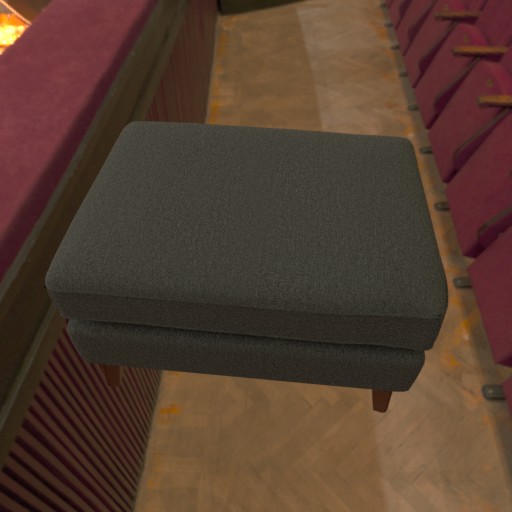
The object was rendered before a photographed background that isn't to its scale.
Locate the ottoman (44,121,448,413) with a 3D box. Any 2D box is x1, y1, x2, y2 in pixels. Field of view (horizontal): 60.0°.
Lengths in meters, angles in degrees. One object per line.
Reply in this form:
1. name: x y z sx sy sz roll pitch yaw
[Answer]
1. ottoman: 0.000 0.000 1.218 0.835 0.503 0.629 4 48 4
